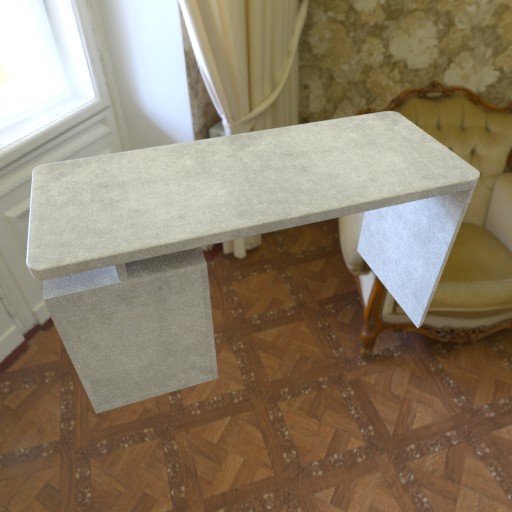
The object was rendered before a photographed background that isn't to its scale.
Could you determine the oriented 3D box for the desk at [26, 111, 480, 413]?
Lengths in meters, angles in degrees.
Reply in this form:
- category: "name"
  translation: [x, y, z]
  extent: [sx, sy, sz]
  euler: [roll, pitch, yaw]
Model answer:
- category: "desk"
  translation: [0.000, 0.000, 1.715]
  extent: [1.400, 0.755, 0.550]
  euler: [-13, 43, -14]
